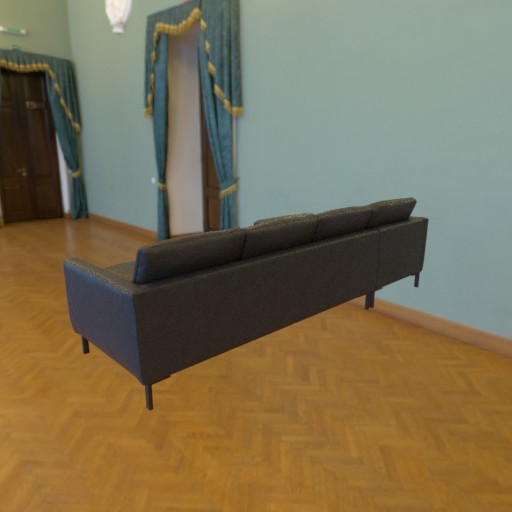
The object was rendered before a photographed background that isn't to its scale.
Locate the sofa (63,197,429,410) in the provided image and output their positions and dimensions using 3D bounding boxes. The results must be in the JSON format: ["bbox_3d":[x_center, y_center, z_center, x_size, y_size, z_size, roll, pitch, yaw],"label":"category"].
[{"bbox_3d":[0.000,0.000,3.630,2.993,0.859,1.471,-14,20,-42],"label":"sofa"}]
